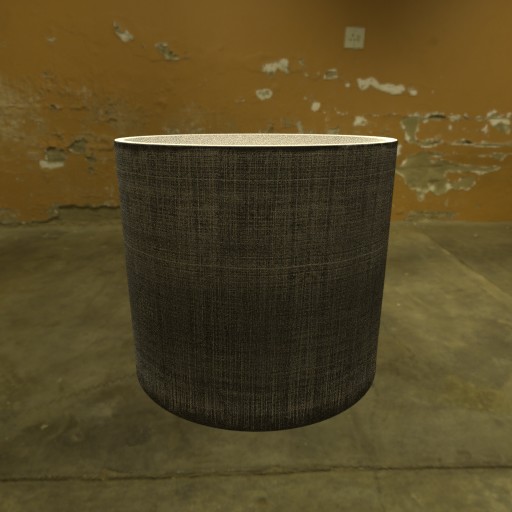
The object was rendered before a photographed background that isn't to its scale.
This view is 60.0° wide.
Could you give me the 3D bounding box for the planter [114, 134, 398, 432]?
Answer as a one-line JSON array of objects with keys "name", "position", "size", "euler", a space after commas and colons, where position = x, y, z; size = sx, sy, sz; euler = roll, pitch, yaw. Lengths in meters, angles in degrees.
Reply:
[{"name": "planter", "position": [0.000, 0.000, 0.390], "size": [0.221, 0.201, 0.221], "euler": [0, 17, 0]}]
